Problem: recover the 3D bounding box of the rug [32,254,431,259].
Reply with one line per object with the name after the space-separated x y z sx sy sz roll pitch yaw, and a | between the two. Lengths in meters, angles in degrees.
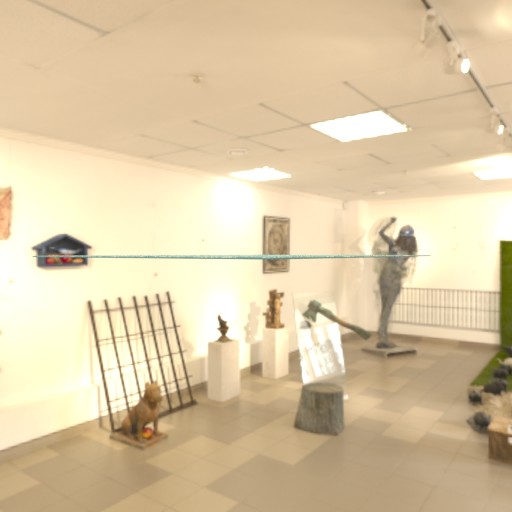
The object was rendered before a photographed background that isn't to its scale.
0.000 0.000 4.130 2.363 0.012 2.980 0 0 36 | rug
